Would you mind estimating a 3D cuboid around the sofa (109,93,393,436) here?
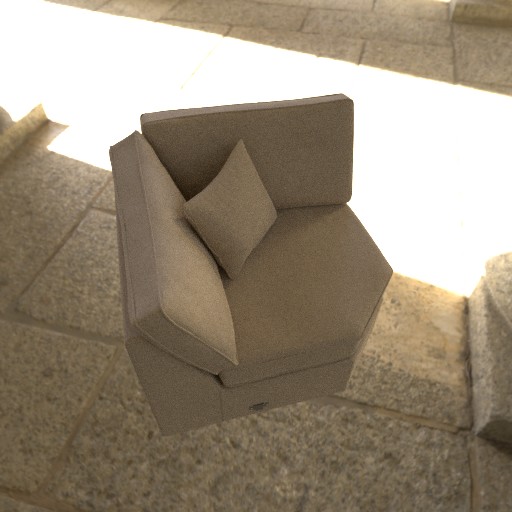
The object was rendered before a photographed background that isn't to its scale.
[{"bbox_3d":[0.000,0.000,1.866,1.042,0.937,1.050,-10,48,-9],"label":"sofa"}]
